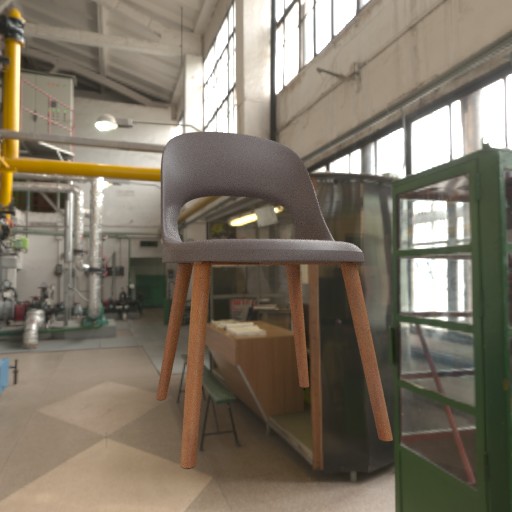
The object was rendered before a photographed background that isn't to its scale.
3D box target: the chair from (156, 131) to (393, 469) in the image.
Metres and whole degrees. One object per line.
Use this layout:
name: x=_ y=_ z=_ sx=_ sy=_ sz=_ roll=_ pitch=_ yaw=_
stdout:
chair: x=0.000 y=0.000 z=1.129 sx=0.470 sy=0.794 sz=0.556 roll=1 pitch=-2 yaw=-17
